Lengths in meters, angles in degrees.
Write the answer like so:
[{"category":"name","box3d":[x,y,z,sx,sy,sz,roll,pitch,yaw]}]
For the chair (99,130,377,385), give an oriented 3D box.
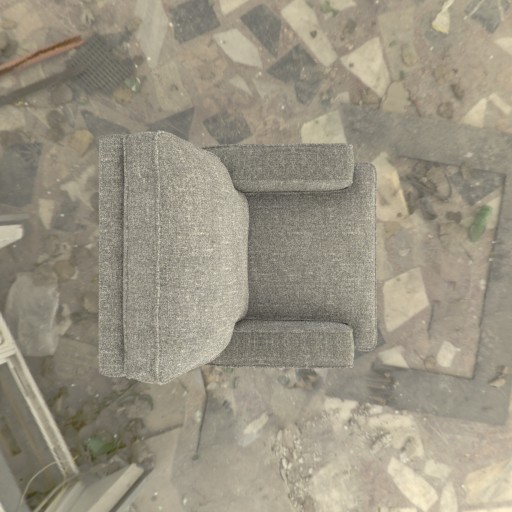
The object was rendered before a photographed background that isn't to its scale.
[{"category":"chair","box3d":[0.000,0.000,1.715,0.964,0.962,0.861,0,90,0]}]
